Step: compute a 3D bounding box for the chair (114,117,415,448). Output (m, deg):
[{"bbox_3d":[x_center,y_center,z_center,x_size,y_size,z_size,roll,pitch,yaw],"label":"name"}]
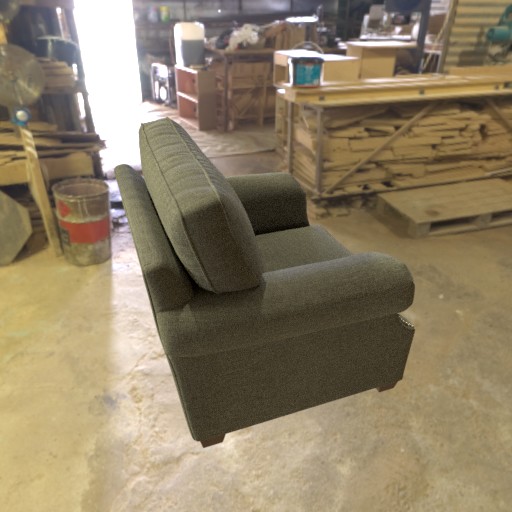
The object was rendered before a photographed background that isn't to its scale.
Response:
[{"bbox_3d":[0.000,0.000,1.812,0.965,0.961,1.092,-10,31,-17],"label":"chair"}]
